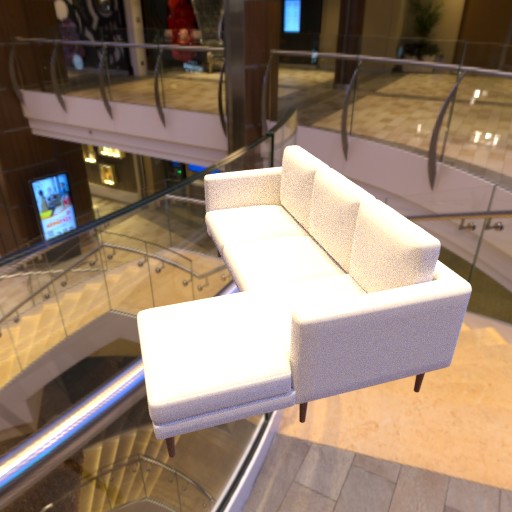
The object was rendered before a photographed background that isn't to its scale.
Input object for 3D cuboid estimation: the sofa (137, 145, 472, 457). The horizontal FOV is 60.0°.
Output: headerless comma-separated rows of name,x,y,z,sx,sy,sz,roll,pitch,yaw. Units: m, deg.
sofa,0.000,0.000,2.868,1.580,0.899,2.029,-9,30,-15
